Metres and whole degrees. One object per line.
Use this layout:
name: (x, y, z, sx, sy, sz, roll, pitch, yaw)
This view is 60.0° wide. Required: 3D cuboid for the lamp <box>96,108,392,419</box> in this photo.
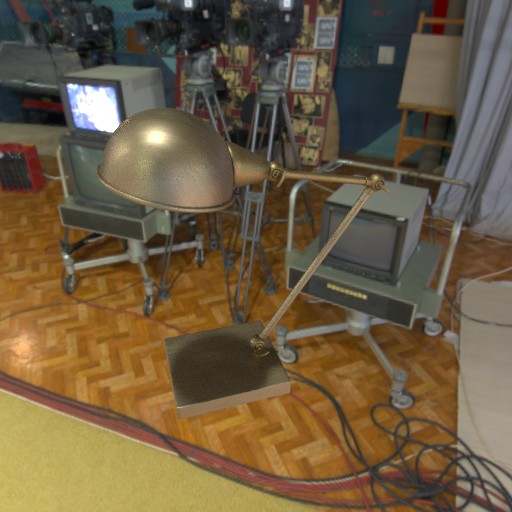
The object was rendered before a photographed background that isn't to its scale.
lamp: (0.000, 0.000, 0.557, 0.339, 0.371, 0.149, -9, 32, -14)
